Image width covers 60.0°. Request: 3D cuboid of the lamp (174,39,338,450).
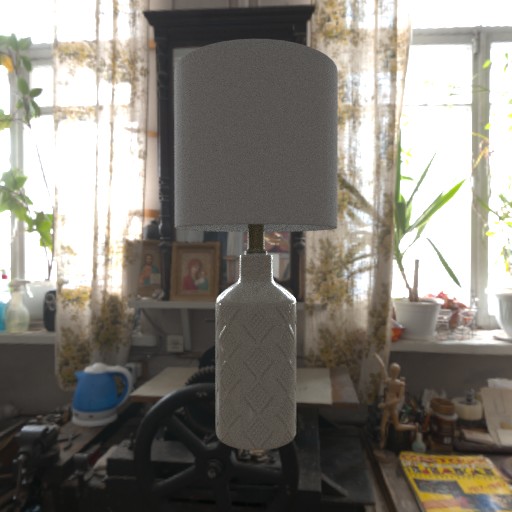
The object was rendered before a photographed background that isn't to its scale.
[{"bbox_3d":[0.000,0.000,0.573,0.207,0.461,0.207,-1,1,-34],"label":"lamp"}]
